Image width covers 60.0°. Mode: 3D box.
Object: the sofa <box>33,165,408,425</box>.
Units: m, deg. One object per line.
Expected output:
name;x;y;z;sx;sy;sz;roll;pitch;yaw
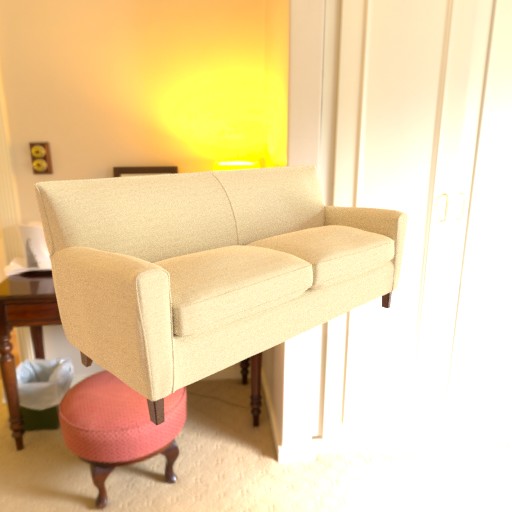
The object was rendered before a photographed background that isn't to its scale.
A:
sofa;0.000;0.000;2.483;2.001;0.907;0.841;-14;20;-43
